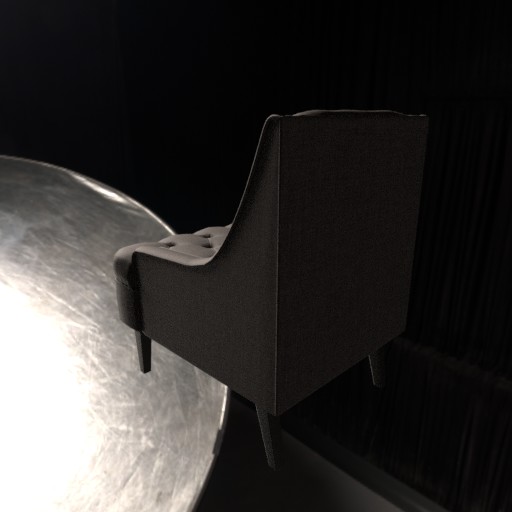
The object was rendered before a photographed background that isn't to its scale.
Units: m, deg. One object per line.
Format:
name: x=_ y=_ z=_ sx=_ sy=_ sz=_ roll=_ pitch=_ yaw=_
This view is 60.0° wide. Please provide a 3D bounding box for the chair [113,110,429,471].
chair: x=0.000 y=0.000 z=1.432 sx=0.655 sy=0.891 sz=0.771 roll=-17 pitch=24 yaw=-42
